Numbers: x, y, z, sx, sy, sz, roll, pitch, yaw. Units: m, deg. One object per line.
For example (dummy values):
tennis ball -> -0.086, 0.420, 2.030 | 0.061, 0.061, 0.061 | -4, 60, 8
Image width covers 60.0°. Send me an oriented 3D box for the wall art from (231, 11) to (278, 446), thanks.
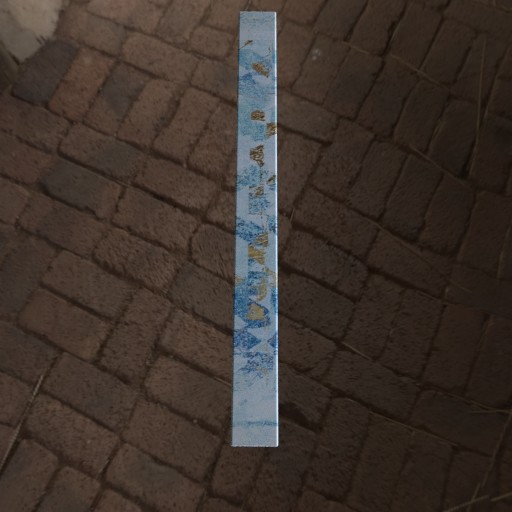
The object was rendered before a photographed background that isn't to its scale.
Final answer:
wall art -> 0.000, 0.000, 0.592 | 0.037, 0.405, 0.405 | 0, 76, 0
